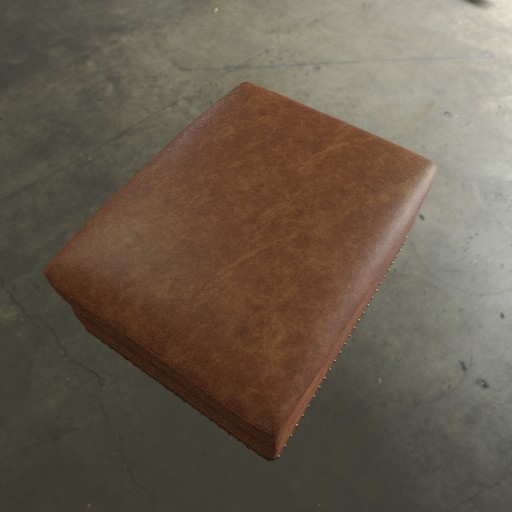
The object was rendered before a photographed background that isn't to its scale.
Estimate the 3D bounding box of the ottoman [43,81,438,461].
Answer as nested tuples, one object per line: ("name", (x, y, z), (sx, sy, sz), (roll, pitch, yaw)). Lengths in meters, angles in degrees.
("ottoman", (0.000, 0.000, 1.116), (0.586, 0.486, 0.742), (29, 62, 17))
